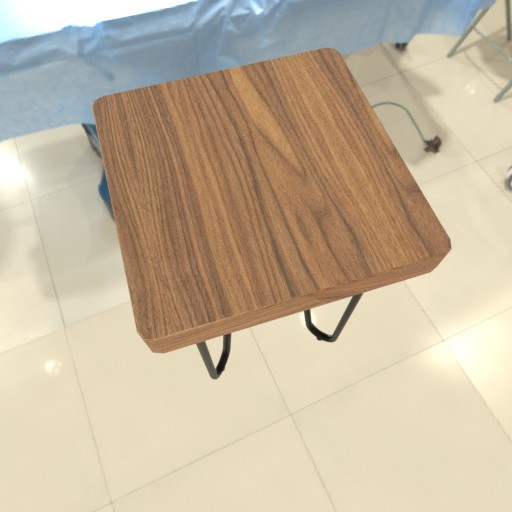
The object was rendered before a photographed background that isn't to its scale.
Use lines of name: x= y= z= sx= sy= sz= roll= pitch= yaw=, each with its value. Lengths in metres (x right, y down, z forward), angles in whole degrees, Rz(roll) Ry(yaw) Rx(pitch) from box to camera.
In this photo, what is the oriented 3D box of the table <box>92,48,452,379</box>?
table: x=0.000 y=0.000 z=1.016 sx=0.479 sy=0.641 sz=0.480 roll=-16 pitch=64 yaw=-8
